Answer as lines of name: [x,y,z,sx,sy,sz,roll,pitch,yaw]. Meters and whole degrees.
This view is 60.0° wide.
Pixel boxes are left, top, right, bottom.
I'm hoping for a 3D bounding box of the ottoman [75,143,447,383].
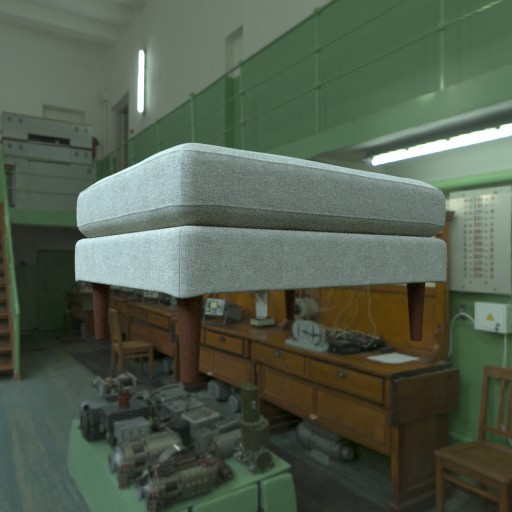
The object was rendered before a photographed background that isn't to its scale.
ottoman: [0.000,0.000,1.254,0.821,0.474,0.693,0,0,-36]
